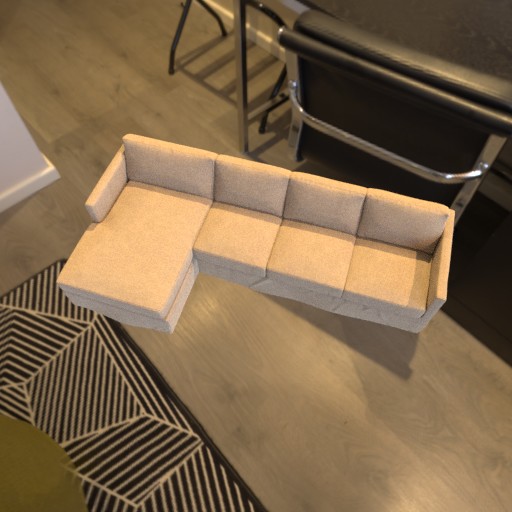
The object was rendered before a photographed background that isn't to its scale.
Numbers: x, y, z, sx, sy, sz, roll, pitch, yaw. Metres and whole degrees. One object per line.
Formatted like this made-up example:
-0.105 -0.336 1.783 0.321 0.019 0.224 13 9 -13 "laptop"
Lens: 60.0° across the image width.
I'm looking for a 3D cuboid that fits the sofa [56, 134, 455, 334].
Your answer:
0.000 0.000 3.988 3.198 0.920 1.638 15 60 9 "sofa"
